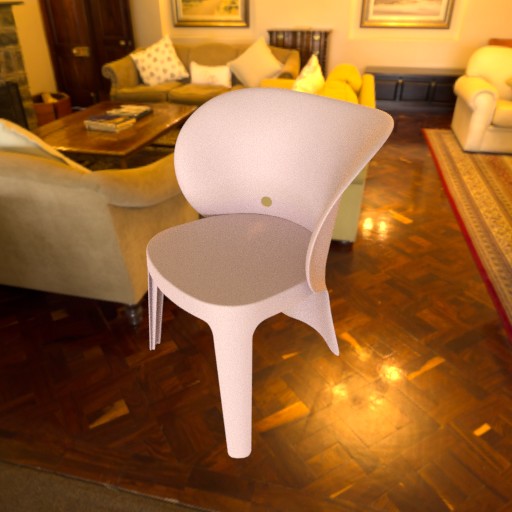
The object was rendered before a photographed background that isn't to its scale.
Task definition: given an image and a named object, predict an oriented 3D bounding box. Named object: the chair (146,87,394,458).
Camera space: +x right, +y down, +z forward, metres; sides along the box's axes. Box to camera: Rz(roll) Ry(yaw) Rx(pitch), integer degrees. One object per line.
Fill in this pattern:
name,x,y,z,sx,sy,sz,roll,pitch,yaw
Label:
chair,0.000,0.000,0.869,0.402,0.554,0.451,-20,36,-30
